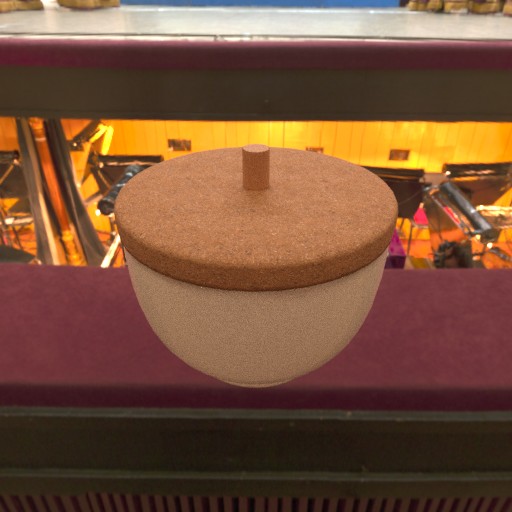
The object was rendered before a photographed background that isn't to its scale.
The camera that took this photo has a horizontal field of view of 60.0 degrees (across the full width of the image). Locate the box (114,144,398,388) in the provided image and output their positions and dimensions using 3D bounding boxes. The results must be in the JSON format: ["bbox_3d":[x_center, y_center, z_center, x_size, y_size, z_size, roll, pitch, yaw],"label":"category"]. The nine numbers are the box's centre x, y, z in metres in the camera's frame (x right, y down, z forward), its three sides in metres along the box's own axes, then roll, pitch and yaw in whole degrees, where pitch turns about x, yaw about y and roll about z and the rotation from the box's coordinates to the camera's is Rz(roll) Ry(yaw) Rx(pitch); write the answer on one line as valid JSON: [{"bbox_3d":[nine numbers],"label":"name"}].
[{"bbox_3d":[0.000,0.000,0.188,0.107,0.094,0.107,0,32,0],"label":"box"}]
